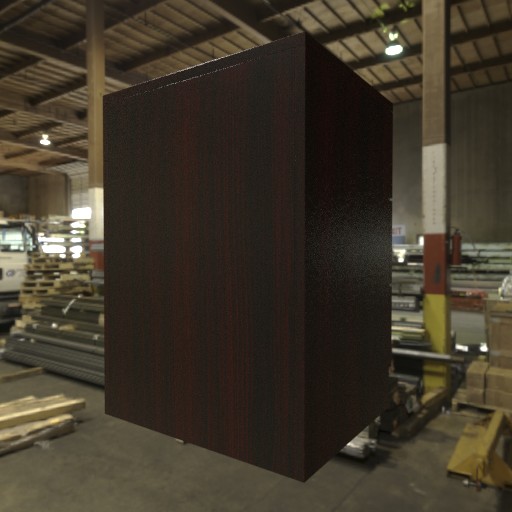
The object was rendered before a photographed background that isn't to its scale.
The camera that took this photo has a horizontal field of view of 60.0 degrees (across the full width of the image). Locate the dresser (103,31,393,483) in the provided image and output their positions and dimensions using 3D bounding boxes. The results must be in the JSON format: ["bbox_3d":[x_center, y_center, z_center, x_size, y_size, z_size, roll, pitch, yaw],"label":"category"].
[{"bbox_3d":[0.000,0.000,0.809,0.400,0.560,0.360,1,1,35],"label":"dresser"}]
